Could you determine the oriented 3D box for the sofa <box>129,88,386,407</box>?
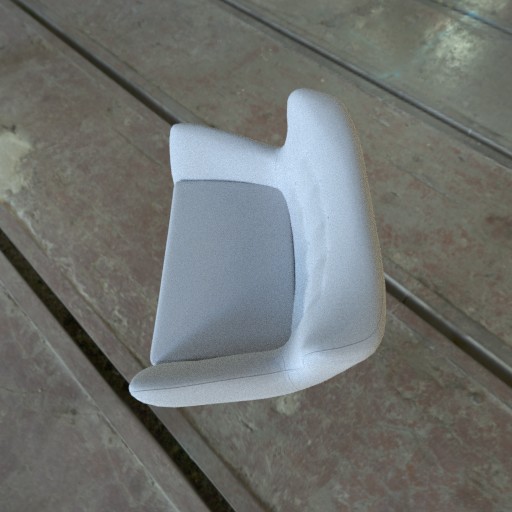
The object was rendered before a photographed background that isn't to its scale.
[{"bbox_3d":[0.000,0.000,2.063,0.921,0.878,1.424,0,57,0],"label":"sofa"}]
